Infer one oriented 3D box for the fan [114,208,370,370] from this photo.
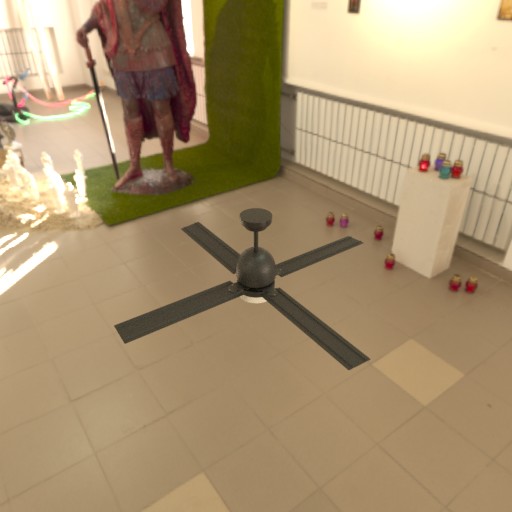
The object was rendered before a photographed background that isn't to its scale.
[{"bbox_3d":[0.000,0.000,1.999,1.319,0.410,1.319,-21,38,-30],"label":"fan"}]
